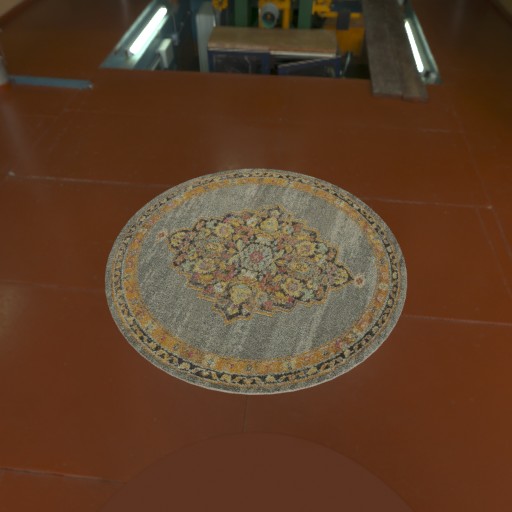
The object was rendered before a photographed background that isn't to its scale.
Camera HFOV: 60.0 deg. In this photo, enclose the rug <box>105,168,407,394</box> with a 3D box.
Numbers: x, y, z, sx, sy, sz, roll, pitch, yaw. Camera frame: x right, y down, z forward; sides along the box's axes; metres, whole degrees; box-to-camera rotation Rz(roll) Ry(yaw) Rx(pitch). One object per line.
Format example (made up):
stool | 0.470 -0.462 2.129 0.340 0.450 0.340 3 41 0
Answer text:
rug | 0.000 0.000 2.409 1.598 0.010 1.598 0 47 0
